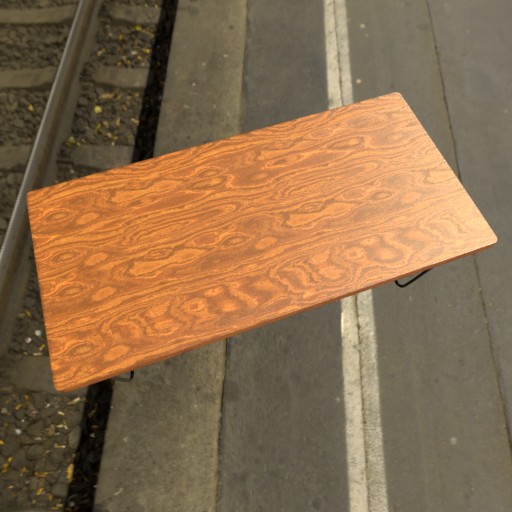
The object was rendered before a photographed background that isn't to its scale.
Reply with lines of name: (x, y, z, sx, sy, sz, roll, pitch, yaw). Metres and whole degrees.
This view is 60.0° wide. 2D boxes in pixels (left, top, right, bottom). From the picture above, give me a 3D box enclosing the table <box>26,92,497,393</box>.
table: (0.000, 0.000, 2.190, 1.791, 0.753, 0.883, -18, 65, -8)
